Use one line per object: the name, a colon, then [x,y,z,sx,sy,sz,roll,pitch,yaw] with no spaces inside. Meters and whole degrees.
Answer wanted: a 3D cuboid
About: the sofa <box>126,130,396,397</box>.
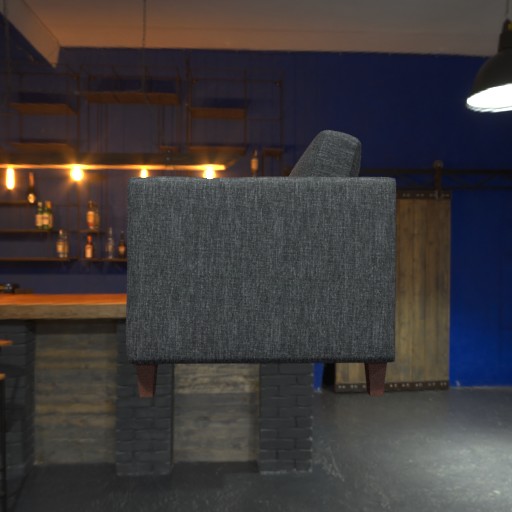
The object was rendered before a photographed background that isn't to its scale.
sofa: [0.000,0.000,2.420,0.950,0.963,1.884,0,1,-1]
